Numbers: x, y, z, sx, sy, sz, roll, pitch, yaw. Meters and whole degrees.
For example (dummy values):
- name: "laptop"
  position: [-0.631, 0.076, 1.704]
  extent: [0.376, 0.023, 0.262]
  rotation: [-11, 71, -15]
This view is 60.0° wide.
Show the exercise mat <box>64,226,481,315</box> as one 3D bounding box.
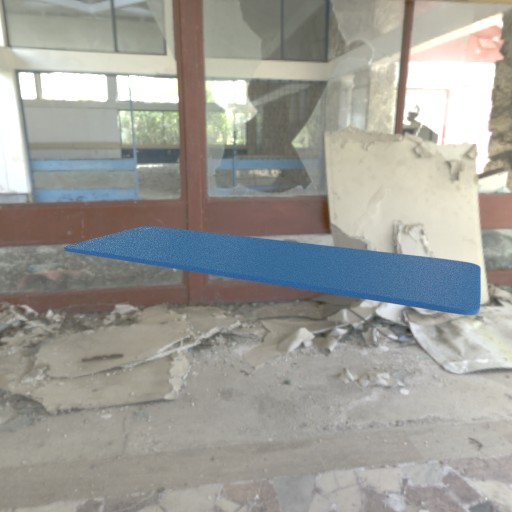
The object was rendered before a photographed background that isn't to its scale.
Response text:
- name: "exercise mat"
  position: [0.000, 0.000, 2.048]
  extent: [1.869, 0.021, 0.616]
  rotation: [8, 17, 26]
